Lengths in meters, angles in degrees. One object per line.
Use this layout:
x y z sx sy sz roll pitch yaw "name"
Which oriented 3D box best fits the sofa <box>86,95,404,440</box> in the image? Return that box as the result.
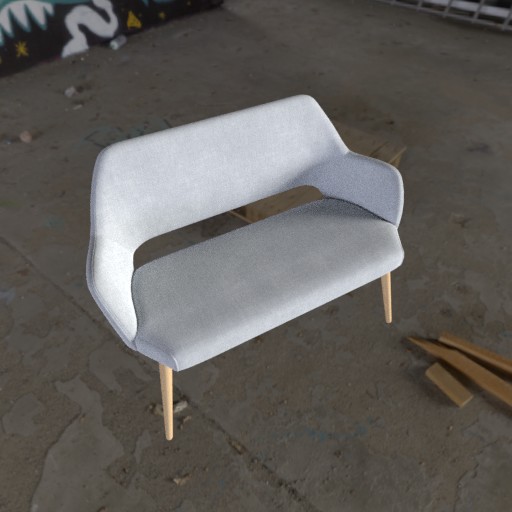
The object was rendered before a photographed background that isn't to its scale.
0.000 0.000 1.625 1.150 0.840 0.610 -22 48 -21 "sofa"
